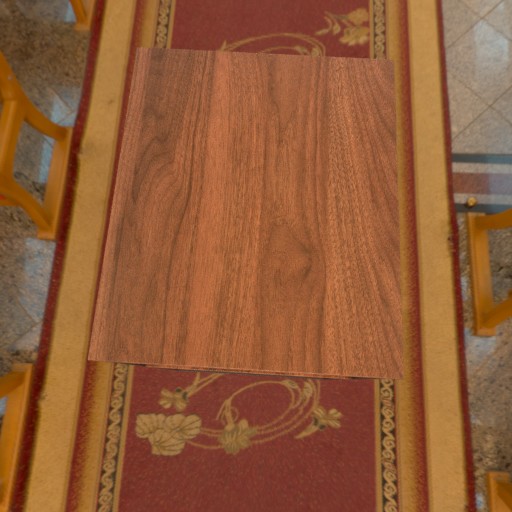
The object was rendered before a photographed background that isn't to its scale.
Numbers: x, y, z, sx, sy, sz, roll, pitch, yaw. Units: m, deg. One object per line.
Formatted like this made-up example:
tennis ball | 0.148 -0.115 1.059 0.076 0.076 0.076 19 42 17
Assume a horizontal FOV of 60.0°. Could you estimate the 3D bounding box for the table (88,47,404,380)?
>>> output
table | 0.000 0.000 1.528 0.660 1.041 0.786 3 74 1
